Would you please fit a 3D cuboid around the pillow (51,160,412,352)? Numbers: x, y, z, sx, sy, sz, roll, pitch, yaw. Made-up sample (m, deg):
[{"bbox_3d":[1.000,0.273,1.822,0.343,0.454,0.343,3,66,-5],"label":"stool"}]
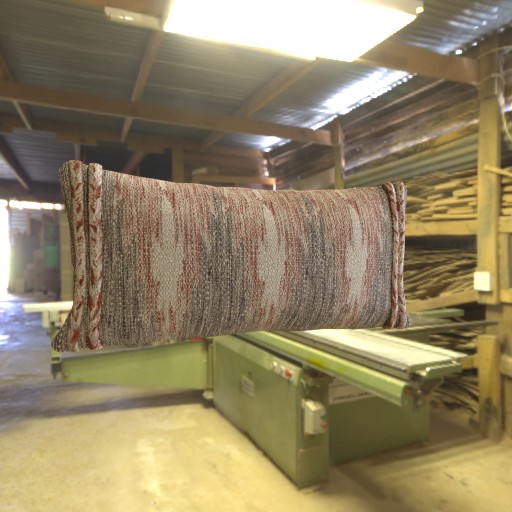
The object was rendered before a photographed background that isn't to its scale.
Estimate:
[{"bbox_3d":[0.000,0.000,0.753,0.635,0.282,0.139,0,0,-20],"label":"pillow"}]
